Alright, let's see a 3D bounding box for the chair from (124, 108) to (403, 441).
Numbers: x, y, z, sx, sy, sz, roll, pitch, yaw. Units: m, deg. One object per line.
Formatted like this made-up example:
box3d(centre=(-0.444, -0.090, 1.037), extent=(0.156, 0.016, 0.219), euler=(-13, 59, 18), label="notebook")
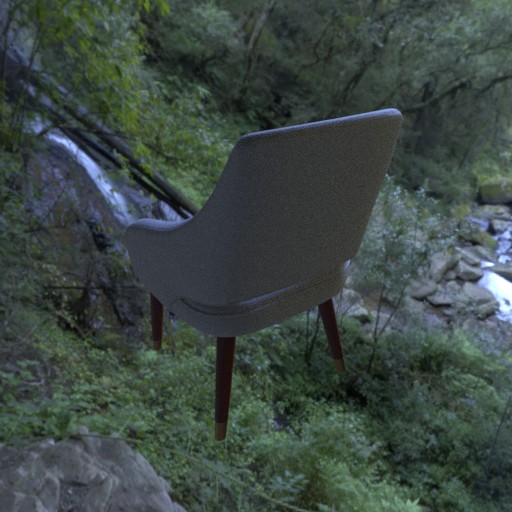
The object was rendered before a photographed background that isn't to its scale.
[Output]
box3d(centre=(0.000, 0.000, 1.289), extent=(0.609, 0.889, 0.600), euler=(-19, 35, -29), label="chair")
